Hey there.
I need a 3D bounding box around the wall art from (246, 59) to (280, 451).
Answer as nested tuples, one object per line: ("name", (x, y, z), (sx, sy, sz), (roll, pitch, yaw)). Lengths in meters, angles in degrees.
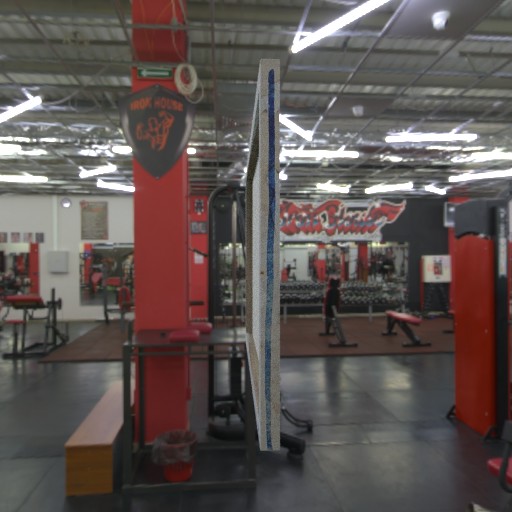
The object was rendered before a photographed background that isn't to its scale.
("wall art", (0.000, 0.000, 1.427), (0.038, 0.757, 1.143), (0, 0, -3))
